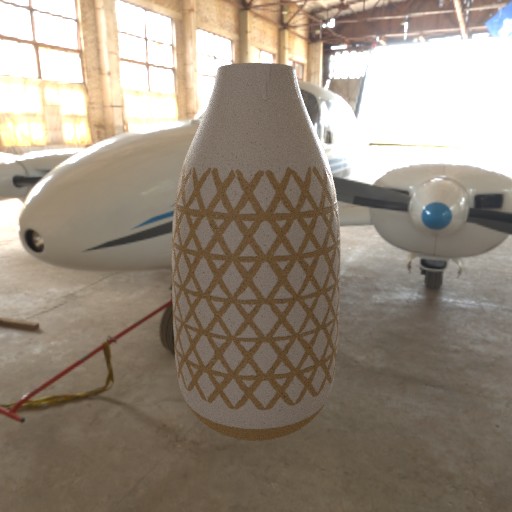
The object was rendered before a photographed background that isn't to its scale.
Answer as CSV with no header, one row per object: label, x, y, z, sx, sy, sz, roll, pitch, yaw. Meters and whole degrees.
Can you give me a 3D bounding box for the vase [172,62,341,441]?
vase,0.000,0.000,0.483,0.186,0.380,0.186,0,16,0
